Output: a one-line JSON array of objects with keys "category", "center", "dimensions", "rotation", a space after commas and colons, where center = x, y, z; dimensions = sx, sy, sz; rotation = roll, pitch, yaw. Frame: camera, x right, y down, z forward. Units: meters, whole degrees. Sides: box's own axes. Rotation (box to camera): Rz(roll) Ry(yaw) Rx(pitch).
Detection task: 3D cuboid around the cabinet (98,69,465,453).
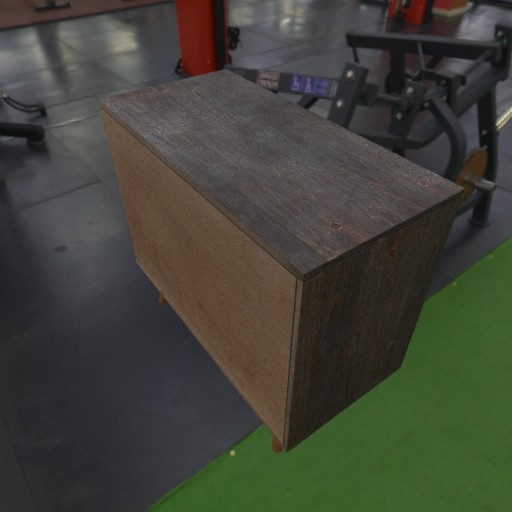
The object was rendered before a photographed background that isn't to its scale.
[{"category": "cabinet", "center": [0.000, 0.000, 1.536], "dimensions": [0.529, 0.897, 1.023], "rotation": [-25, 47, -26]}]
